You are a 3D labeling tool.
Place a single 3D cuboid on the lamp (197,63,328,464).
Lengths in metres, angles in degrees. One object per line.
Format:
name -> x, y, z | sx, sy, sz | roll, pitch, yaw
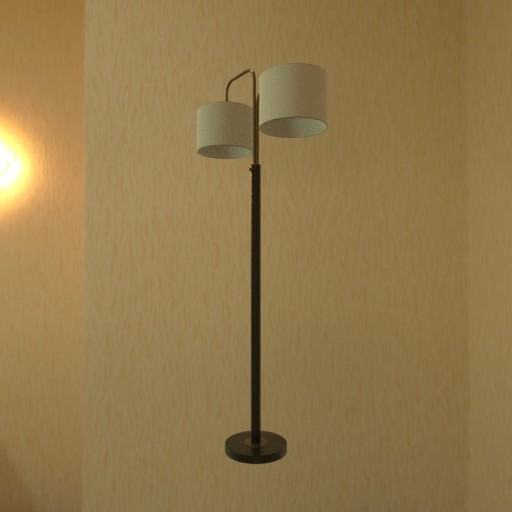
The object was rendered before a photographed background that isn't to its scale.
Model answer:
lamp -> 0.000, 0.000, 1.823 | 0.254, 1.587, 0.711 | 1, -1, -37
